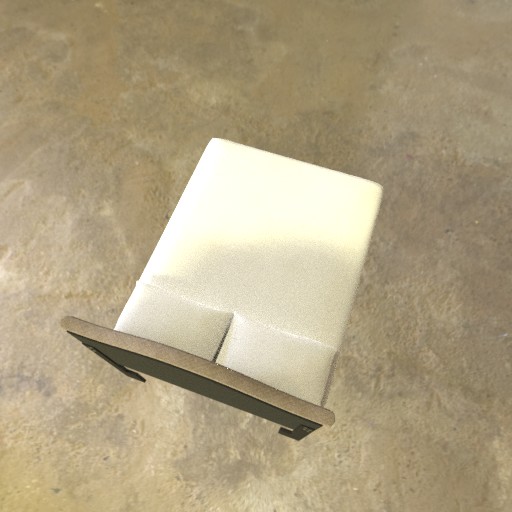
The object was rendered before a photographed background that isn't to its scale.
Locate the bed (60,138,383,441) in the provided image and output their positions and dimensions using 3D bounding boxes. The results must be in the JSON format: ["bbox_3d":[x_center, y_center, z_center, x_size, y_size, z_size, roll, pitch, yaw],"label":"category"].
[{"bbox_3d":[0.000,0.000,3.370,1.713,1.518,2.153,18,66,8],"label":"bed"}]
